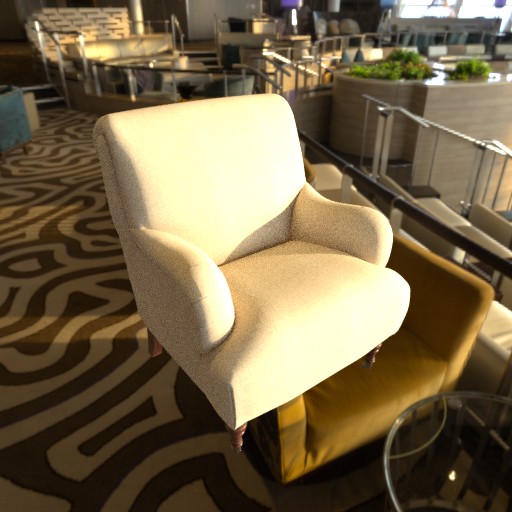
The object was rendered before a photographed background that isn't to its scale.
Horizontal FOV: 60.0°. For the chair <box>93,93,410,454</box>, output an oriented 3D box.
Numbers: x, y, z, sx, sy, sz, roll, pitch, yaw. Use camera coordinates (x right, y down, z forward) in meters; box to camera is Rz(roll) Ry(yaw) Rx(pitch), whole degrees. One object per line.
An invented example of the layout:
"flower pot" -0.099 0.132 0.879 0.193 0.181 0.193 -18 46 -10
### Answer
"chair" 0.000 0.000 1.536 0.766 0.944 0.842 -20 35 -31
